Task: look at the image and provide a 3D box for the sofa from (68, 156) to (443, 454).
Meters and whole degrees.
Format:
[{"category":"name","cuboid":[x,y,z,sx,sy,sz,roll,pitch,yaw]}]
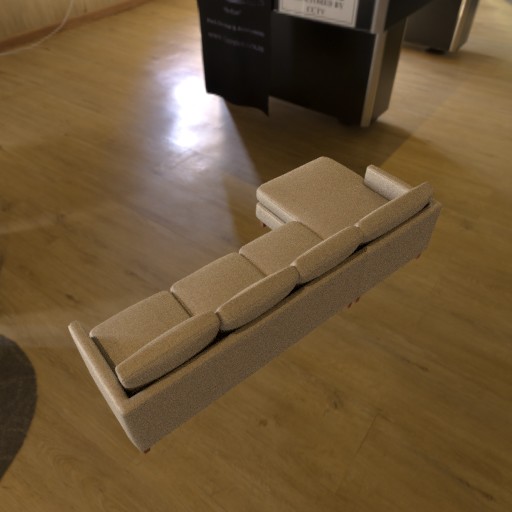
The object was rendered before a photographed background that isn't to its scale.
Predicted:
[{"category":"sofa","cuboid":[0.000,0.000,3.862,3.201,0.876,1.502,-30,52,-26]}]
